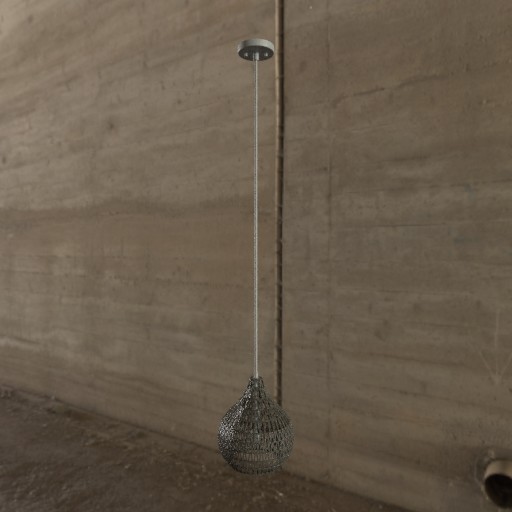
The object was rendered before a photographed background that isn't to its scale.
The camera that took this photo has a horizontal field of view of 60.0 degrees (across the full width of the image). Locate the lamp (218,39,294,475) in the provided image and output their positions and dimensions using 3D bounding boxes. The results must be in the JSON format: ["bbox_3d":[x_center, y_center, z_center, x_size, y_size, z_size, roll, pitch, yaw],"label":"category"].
[{"bbox_3d":[0.000,0.000,2.052,0.355,1.919,0.355,0,1,0],"label":"lamp"}]
